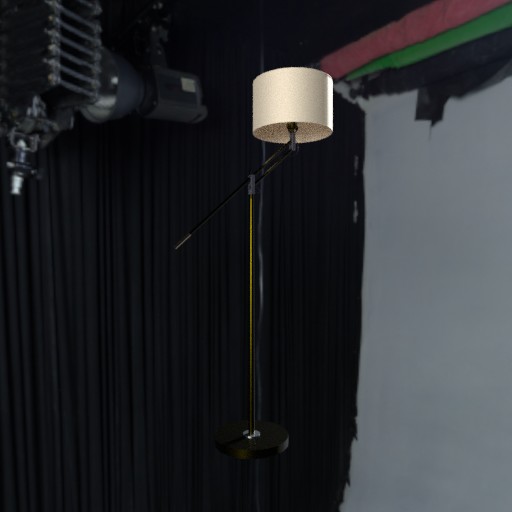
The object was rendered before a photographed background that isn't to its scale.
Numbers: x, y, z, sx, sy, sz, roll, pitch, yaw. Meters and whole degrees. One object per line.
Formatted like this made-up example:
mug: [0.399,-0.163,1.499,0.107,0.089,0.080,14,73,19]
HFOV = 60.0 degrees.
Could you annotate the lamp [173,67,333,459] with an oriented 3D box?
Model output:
lamp: [0.000,0.000,1.962,0.809,1.635,0.373,0,0,-38]
